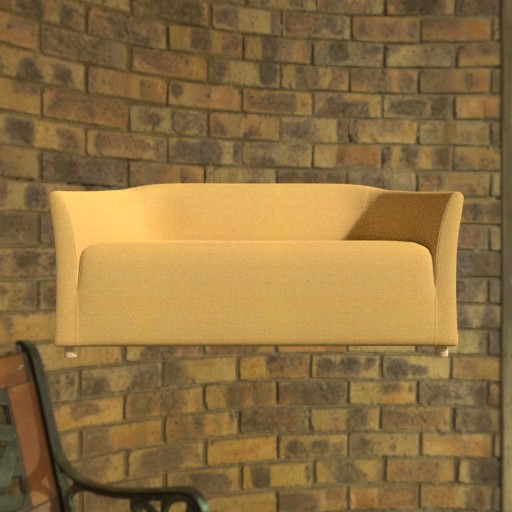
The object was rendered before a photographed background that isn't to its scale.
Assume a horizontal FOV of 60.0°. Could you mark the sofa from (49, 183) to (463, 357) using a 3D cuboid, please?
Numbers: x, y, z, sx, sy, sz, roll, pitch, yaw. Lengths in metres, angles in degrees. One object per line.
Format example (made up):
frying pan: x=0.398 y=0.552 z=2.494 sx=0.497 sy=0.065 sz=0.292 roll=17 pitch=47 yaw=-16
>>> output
sofa: x=0.000 y=0.000 z=1.884 sx=1.452 sy=0.721 sz=0.705 roll=0 pitch=0 yaw=-1
